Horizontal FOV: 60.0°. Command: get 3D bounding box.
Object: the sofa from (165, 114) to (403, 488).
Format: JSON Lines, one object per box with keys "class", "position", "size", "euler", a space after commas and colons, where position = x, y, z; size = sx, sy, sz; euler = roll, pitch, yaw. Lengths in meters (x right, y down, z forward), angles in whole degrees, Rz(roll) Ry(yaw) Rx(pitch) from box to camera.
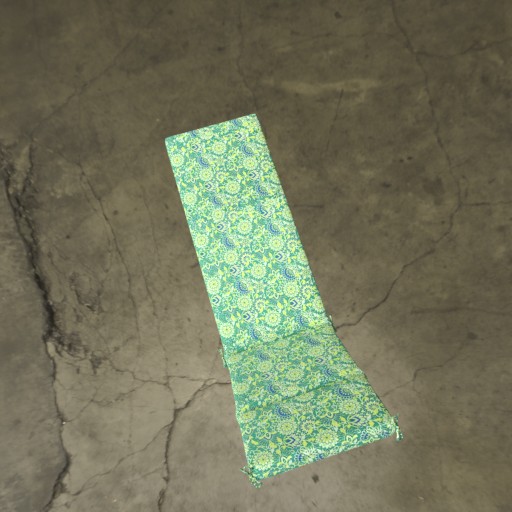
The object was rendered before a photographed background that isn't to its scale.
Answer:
{"class": "sofa", "position": [0.000, 0.000, 1.946], "size": [0.582, 0.622, 1.663], "euler": [-17, 76, -4]}
